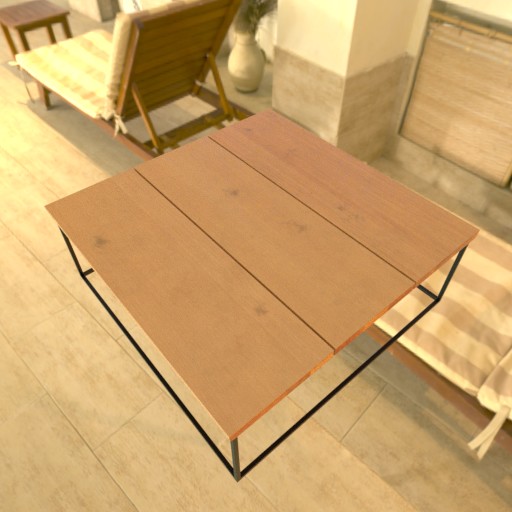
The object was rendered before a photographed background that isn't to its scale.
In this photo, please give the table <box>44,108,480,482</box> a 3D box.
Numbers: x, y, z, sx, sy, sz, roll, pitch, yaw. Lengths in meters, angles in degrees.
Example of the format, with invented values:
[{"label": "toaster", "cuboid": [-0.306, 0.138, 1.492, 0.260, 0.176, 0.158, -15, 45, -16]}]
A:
[{"label": "table", "cuboid": [0.000, 0.000, 1.723, 1.100, 0.400, 1.100, -32, 54, -26]}]
